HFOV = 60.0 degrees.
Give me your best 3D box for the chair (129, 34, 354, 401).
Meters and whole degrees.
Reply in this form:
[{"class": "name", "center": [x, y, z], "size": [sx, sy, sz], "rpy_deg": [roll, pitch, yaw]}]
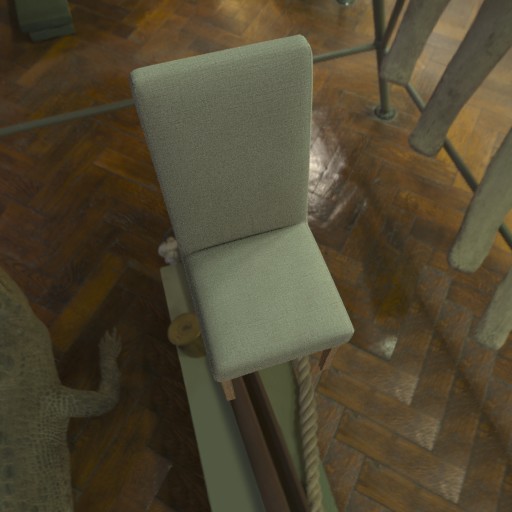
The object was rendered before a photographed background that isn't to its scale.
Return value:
[{"class": "chair", "center": [0.000, 0.000, 1.364], "size": [0.450, 1.033, 0.611], "rpy_deg": [-15, 64, -8]}]
